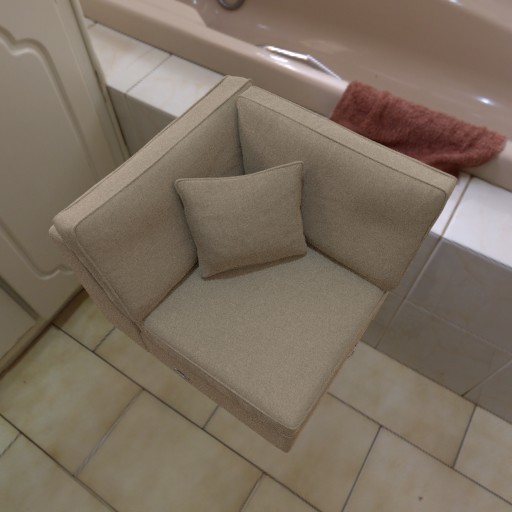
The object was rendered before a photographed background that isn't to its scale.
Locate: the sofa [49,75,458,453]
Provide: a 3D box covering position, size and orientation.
[{"bbox_3d":[0.000,0.000,1.917,1.146,1.002,1.084,30,62,18],"label":"sofa"}]
